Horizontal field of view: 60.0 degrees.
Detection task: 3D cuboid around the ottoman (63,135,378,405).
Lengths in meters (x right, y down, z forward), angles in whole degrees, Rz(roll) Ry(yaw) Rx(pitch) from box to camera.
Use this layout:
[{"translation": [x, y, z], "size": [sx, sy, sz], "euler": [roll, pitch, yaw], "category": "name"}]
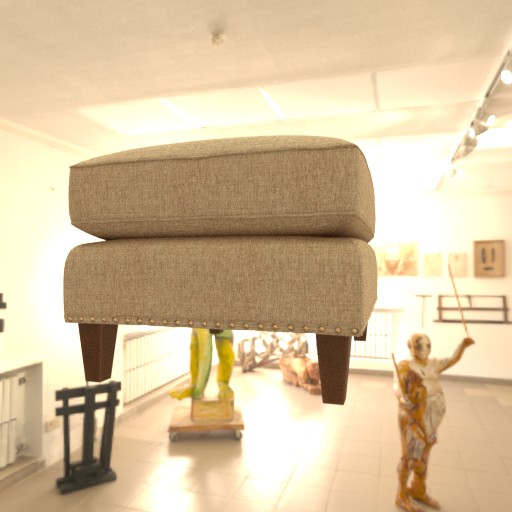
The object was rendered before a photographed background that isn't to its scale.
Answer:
[{"translation": [0.000, 0.000, 1.140], "size": [0.584, 0.513, 0.741], "euler": [0, -1, 17], "category": "ottoman"}]
